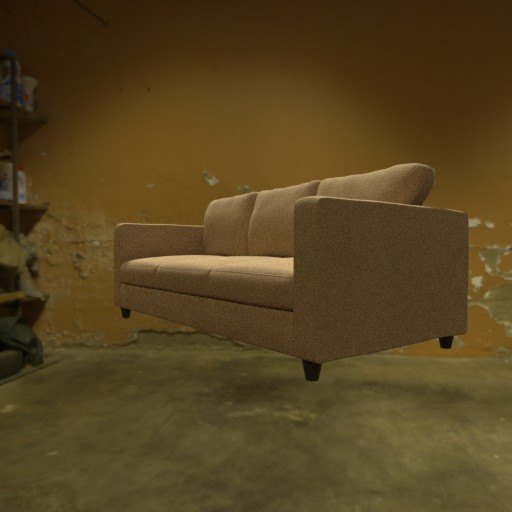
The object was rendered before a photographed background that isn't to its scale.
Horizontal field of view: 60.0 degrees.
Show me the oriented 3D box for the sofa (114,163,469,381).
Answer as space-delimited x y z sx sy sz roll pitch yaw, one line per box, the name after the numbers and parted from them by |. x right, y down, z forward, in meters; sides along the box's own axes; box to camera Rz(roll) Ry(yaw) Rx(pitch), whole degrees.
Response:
0.000 0.000 2.383 0.930 0.800 1.855 0 1 -37 | sofa
